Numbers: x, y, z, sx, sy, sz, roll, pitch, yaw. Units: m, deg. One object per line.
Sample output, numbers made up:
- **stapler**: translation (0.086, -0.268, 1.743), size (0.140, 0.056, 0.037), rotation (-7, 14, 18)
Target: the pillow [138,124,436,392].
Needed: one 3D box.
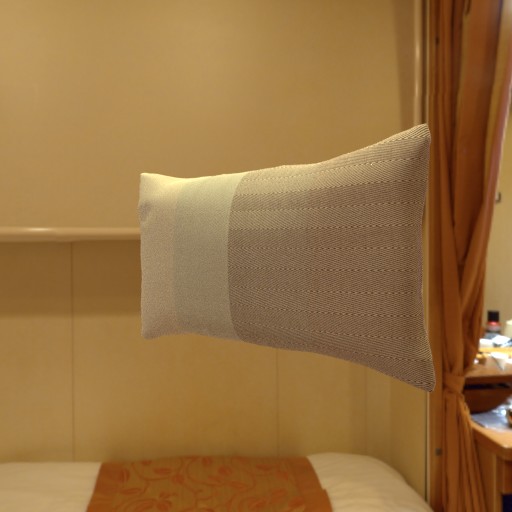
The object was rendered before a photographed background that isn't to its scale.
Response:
- **pillow**: translation (0.000, 0.000, 0.649), size (0.506, 0.305, 0.139), rotation (1, 1, 37)
